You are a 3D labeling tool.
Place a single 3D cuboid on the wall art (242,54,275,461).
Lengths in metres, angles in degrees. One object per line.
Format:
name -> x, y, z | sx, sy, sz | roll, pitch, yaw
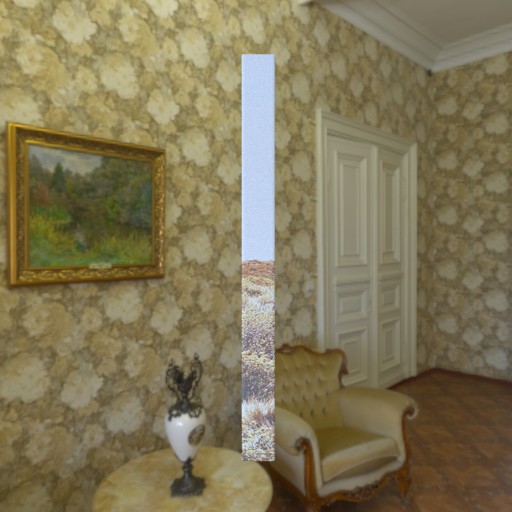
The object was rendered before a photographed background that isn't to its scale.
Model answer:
wall art -> 0.000, 0.000, 1.121 | 0.050, 0.610, 0.914 | 0, 0, 0
